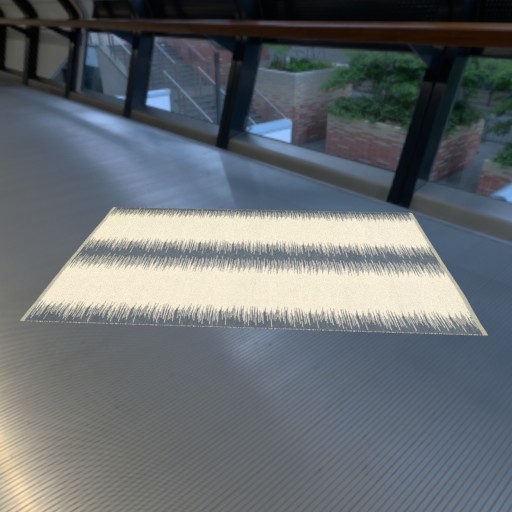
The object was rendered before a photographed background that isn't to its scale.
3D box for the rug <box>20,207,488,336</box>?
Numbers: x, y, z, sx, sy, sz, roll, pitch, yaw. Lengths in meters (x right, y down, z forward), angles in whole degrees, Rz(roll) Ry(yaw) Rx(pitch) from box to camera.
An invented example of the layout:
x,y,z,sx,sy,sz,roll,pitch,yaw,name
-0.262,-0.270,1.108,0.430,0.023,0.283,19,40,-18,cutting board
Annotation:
x,y,z,sx,sy,sz,roll,pitch,yaw,name
0.000,0.000,2.965,2.453,0.003,1.519,1,30,2,rug
